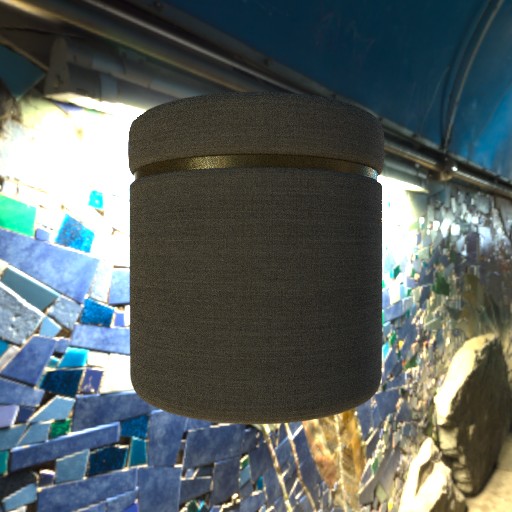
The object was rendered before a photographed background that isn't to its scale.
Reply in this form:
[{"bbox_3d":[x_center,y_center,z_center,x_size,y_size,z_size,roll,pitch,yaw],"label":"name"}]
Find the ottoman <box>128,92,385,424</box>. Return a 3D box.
[{"bbox_3d":[0.000,0.000,0.721,0.400,0.406,0.400,0,1,0],"label":"ottoman"}]
